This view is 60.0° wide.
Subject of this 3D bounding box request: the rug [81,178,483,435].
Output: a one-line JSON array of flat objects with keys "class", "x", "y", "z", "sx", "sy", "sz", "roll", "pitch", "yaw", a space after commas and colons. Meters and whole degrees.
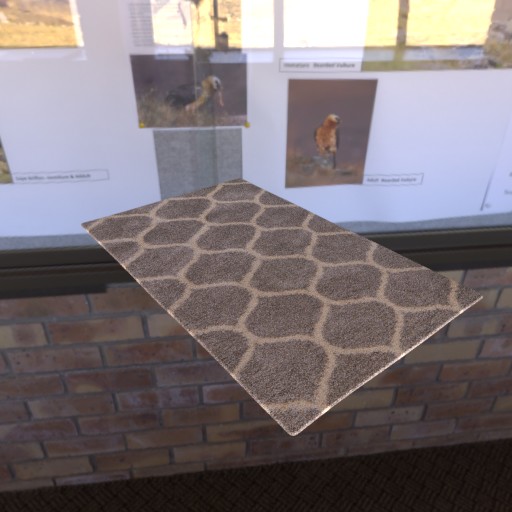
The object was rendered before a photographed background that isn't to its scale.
[{"class": "rug", "x": 0.000, "y": 0.000, "z": 2.942, "sx": 1.501, "sy": 0.025, "sz": 2.348, "roll": -22, "pitch": 38, "yaw": -32}]
